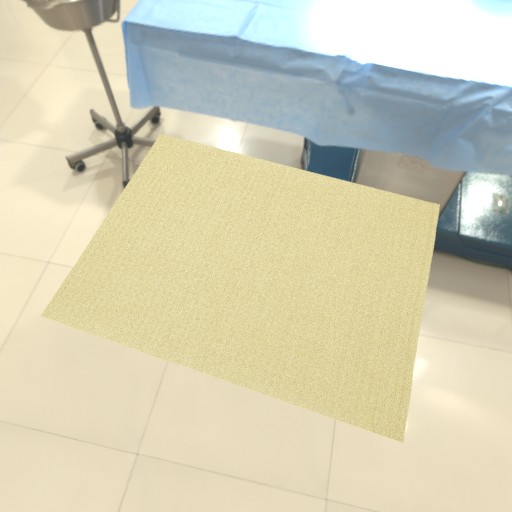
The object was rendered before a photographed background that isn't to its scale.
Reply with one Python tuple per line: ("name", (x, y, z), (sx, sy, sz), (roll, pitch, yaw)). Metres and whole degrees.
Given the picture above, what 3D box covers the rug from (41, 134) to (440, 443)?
("rug", (0.000, 0.000, 4.254), (3.204, 0.016, 2.452), (16, 59, 10))
